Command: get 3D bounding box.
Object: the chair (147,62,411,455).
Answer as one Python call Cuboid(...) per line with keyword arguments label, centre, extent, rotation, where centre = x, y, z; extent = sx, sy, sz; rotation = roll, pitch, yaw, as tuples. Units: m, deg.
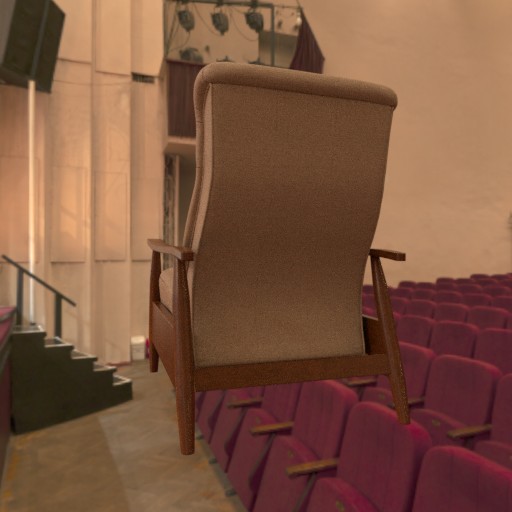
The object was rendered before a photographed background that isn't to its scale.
Cuboid(label="chair", centre=(0.000, 0.000, 1.762), extent=(0.762, 1.082, 1.030), rotation=(0, -1, -19))
